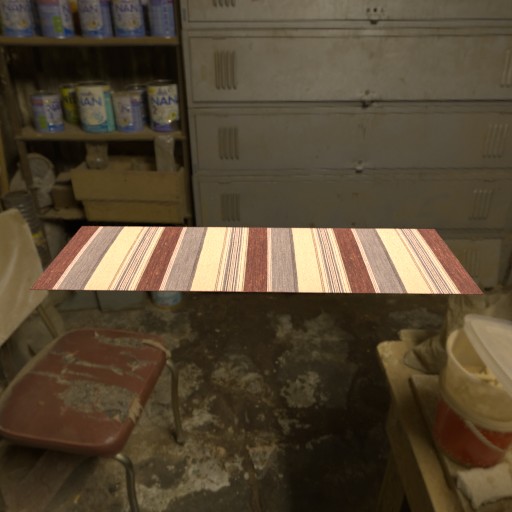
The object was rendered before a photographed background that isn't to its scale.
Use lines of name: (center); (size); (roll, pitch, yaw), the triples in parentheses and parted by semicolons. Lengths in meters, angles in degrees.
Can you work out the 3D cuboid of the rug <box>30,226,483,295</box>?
rug: (0.000, 0.000, 2.725); (2.437, 0.006, 0.792); (1, 29, 1)
